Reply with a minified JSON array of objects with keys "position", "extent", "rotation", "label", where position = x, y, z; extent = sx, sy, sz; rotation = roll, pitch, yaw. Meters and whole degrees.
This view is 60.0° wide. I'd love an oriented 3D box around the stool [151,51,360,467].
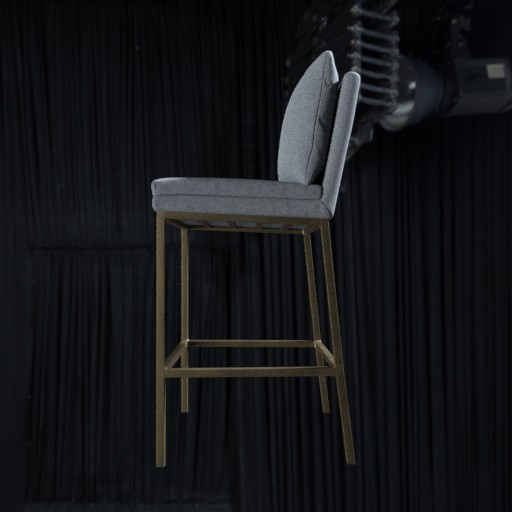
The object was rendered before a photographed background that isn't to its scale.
[{"position":[0.000,0.000,1.410],"extent":[0.569,1.130,0.463],"rotation":[0,0,-1],"label":"stool"}]
